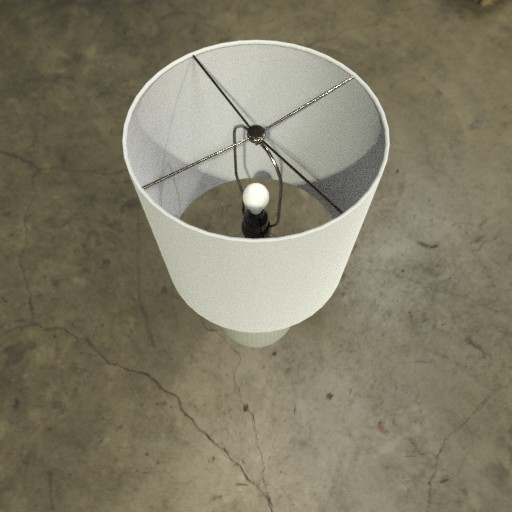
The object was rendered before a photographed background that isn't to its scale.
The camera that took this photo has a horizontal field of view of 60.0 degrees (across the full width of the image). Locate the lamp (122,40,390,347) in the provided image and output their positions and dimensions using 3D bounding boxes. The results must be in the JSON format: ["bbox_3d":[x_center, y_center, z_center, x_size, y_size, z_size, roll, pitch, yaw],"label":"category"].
[{"bbox_3d":[0.000,0.000,0.562,0.217,0.453,0.217,-32,67,-16],"label":"lamp"}]
